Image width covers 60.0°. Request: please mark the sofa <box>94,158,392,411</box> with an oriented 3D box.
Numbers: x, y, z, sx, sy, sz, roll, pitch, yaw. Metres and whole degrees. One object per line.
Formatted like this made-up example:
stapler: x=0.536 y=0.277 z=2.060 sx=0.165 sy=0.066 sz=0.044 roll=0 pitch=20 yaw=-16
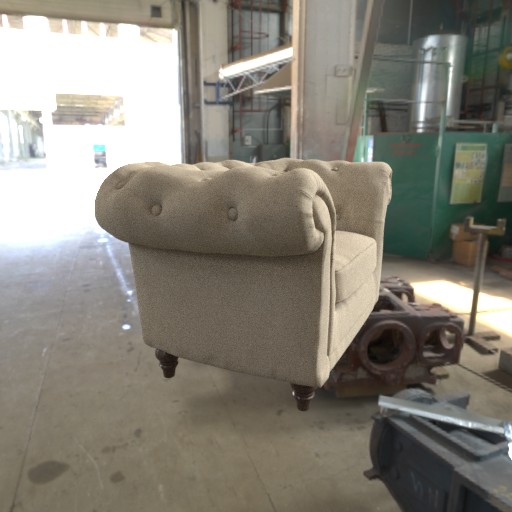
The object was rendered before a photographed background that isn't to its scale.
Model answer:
sofa: x=0.000 y=0.000 z=2.071 sx=1.034 sy=0.878 sz=1.405 roll=7 pitch=15 yaw=26
